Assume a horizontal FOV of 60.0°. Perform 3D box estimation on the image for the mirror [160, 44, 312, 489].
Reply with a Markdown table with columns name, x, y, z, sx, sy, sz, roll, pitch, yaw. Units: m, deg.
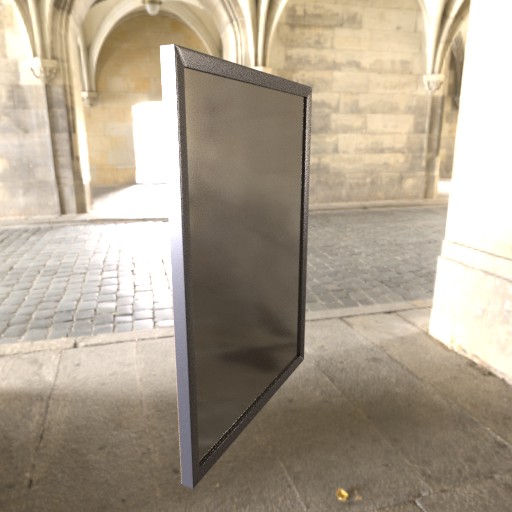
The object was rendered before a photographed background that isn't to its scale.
| name | x | y | z | sx | sy | sz | roll | pitch | yaw |
| --- | --- | --- | --- | --- | --- | --- | --- | --- | --- |
| mirror | 0.000 | 0.000 | 1.311 | 0.040 | 1.016 | 0.762 | 7 | 16 | 26 |
